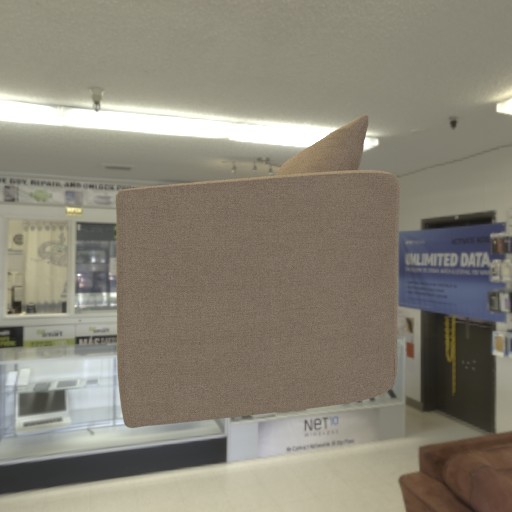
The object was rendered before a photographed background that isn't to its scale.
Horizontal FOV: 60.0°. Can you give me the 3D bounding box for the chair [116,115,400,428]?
[{"bbox_3d":[0.000,0.000,1.513,0.910,0.848,0.845,0,0,-17],"label":"chair"}]
